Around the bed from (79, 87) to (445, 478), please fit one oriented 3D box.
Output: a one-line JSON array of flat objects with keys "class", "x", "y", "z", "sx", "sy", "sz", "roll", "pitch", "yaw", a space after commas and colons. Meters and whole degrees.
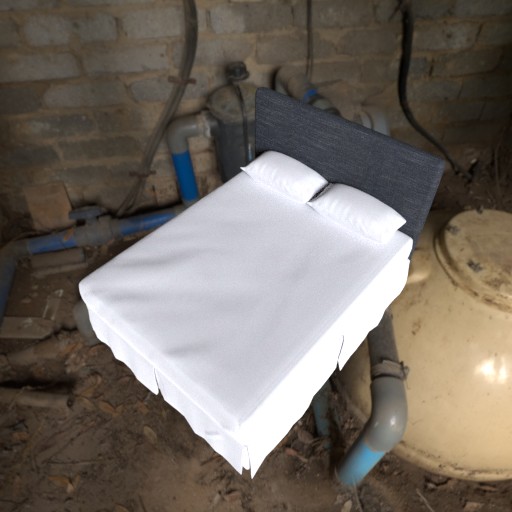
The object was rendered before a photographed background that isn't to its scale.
[{"class": "bed", "x": 0.000, "y": 0.000, "z": 3.259, "sx": 1.723, "sy": 1.330, "sz": 2.142, "roll": 32, "pitch": 55, "yaw": 27}]
